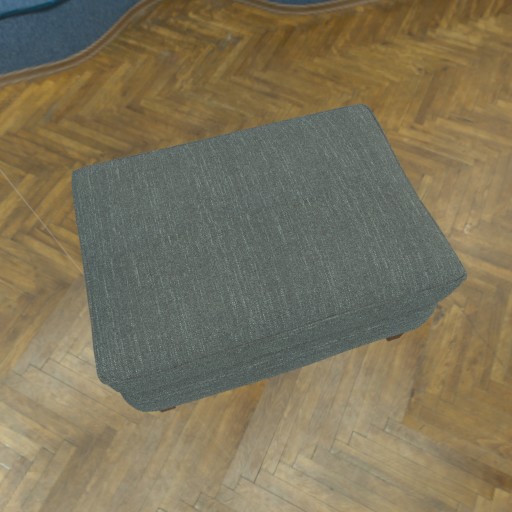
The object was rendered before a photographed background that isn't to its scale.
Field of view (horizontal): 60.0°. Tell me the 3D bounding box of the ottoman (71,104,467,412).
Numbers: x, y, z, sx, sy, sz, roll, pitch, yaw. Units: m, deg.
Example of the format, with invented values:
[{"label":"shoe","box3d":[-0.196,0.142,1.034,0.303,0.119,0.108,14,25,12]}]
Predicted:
[{"label":"ottoman","box3d":[0.000,0.000,0.985,0.686,0.406,0.508,-15,63,-8]}]
